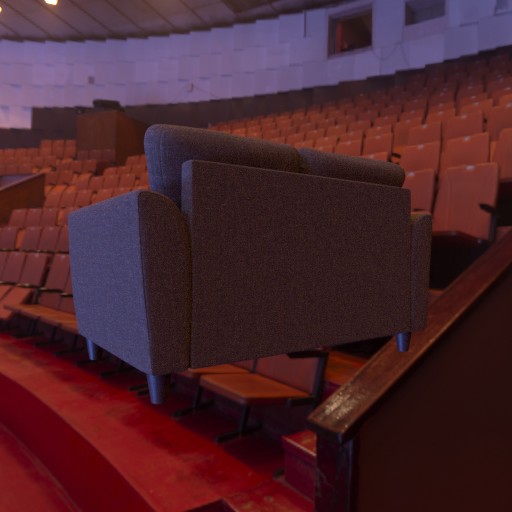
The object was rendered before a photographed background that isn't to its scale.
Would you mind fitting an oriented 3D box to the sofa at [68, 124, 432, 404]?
[{"bbox_3d":[0.000,0.000,1.988,1.423,0.885,0.851,0,1,-36],"label":"sofa"}]
